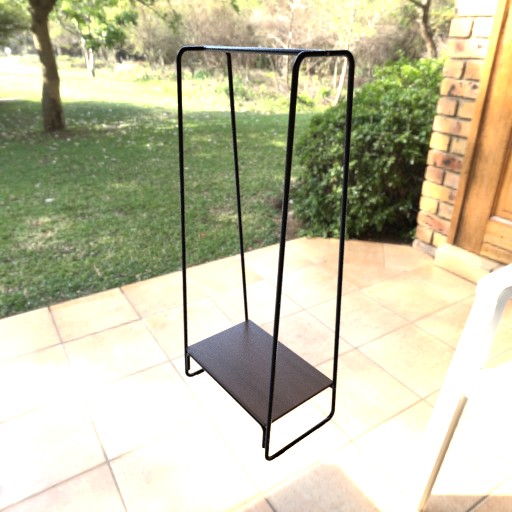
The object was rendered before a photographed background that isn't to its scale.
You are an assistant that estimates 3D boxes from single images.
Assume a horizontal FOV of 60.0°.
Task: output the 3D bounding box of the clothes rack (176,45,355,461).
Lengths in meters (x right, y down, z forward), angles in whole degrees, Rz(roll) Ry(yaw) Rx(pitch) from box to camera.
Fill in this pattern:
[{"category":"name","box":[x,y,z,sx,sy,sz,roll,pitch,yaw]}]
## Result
[{"category":"clothes rack","box":[0.000,0.000,1.762,0.400,1.500,0.640,-19,33,-34]}]
